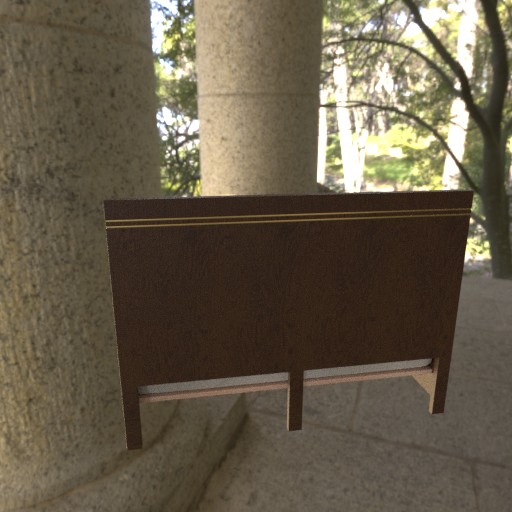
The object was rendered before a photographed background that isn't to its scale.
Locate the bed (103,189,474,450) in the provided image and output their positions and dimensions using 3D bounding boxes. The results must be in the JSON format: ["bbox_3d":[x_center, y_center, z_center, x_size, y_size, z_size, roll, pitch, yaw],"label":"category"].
[{"bbox_3d":[0.000,0.000,3.084,1.613,1.169,2.221,-3,16,-10],"label":"bed"}]
